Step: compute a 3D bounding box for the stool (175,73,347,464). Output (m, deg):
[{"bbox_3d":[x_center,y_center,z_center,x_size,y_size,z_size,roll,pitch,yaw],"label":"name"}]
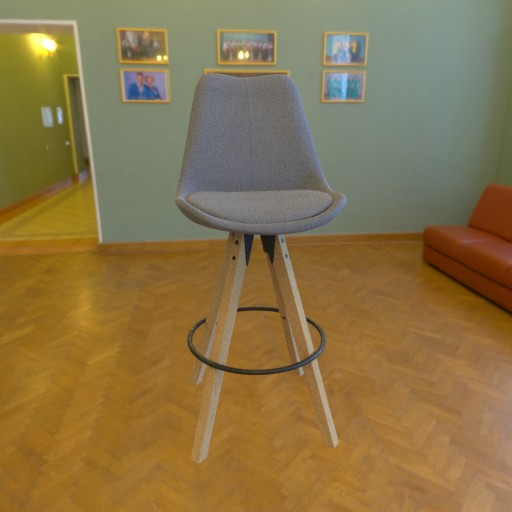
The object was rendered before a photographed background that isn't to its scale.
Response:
[{"bbox_3d":[0.000,0.000,1.405,0.485,1.115,0.550,-3,18,-8],"label":"stool"}]
